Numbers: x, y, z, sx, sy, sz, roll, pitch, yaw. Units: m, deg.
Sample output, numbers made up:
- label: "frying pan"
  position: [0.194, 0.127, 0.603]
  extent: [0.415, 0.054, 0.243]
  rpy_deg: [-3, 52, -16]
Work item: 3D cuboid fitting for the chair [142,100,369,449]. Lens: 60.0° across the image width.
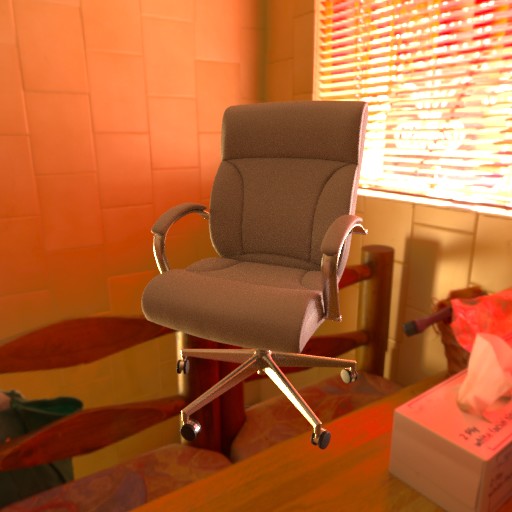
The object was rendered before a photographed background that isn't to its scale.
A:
- label: "chair"
  position: [0.000, 0.000, 1.609]
  extent: [0.727, 1.099, 0.745]
  rpy_deg: [7, 17, 26]
